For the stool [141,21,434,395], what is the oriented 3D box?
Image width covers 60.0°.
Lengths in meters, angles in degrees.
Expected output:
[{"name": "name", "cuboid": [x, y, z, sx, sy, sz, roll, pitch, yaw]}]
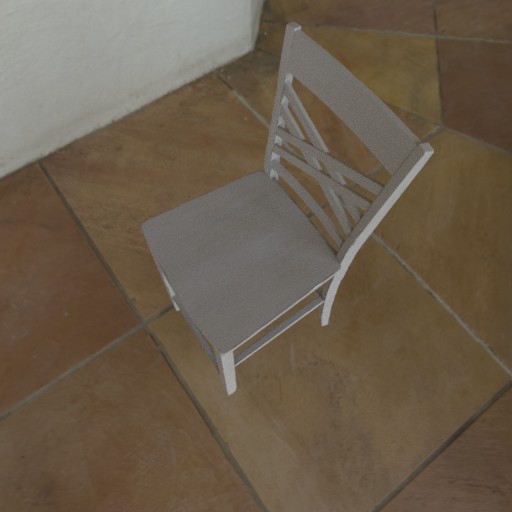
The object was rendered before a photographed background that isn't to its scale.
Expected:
[{"name": "stool", "cuboid": [0.000, 0.000, 1.344, 0.539, 1.079, 0.462, -30, 67, -15]}]
